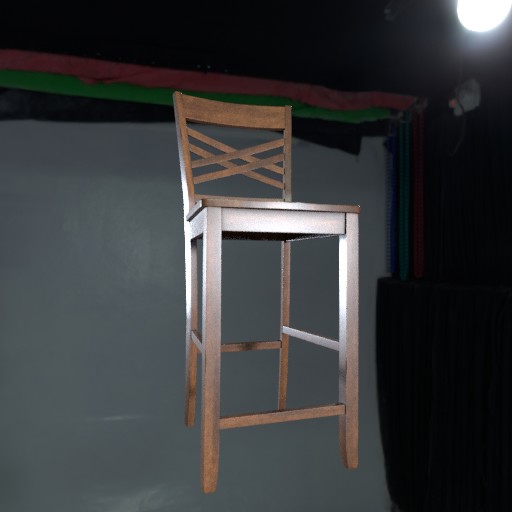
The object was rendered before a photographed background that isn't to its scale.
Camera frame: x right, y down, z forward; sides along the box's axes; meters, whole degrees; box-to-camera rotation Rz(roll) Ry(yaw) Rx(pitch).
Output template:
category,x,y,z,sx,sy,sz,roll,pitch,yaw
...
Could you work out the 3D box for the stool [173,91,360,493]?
category,x,y,z,sx,sy,sz,roll,pitch,yaw
stool,0.000,0.000,1.315,0.426,1.098,0.504,0,-1,-19
